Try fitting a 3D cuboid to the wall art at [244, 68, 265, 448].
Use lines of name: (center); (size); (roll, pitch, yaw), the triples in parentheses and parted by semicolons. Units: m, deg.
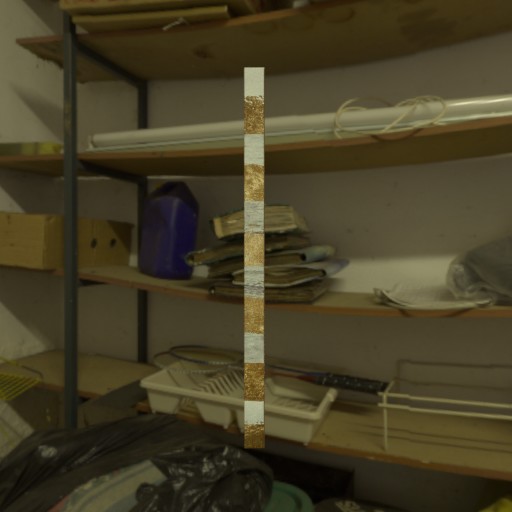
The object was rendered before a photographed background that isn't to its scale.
wall art: (0.000, 0.000, 1.458); (0.041, 0.762, 1.145); (0, 1, 0)
